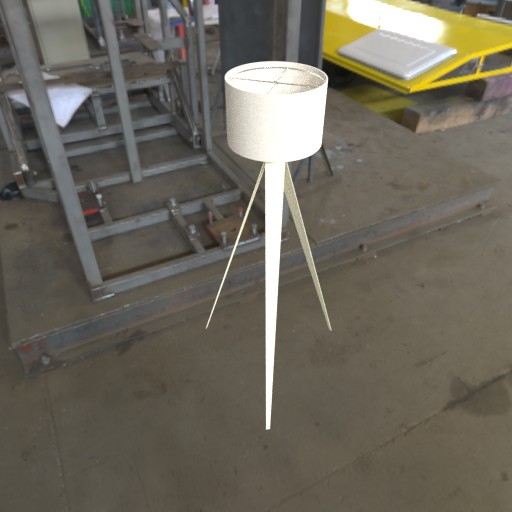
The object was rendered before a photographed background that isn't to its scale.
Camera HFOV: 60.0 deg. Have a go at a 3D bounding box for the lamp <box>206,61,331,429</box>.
[{"bbox_3d":[0.000,0.000,1.962,0.716,1.524,0.724,11,41,13],"label":"lamp"}]
